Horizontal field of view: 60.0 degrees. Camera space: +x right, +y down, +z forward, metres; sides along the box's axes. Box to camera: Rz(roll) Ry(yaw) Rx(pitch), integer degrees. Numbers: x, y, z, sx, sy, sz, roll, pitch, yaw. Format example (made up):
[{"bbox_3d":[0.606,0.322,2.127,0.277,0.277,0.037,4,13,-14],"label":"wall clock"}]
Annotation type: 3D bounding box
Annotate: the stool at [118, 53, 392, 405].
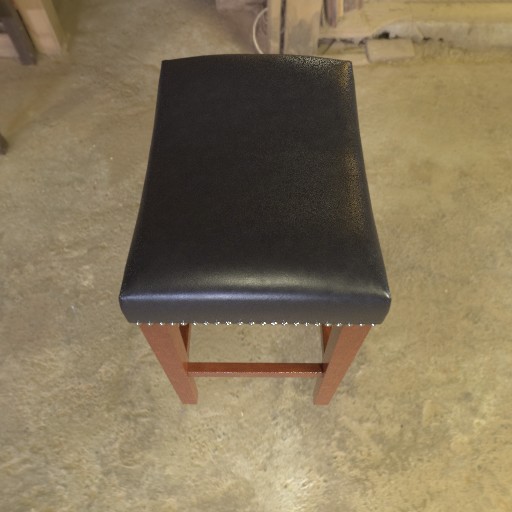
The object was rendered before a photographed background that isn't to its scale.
[{"bbox_3d":[0.000,0.000,0.953,0.372,0.654,0.504,0,59,0],"label":"stool"}]
